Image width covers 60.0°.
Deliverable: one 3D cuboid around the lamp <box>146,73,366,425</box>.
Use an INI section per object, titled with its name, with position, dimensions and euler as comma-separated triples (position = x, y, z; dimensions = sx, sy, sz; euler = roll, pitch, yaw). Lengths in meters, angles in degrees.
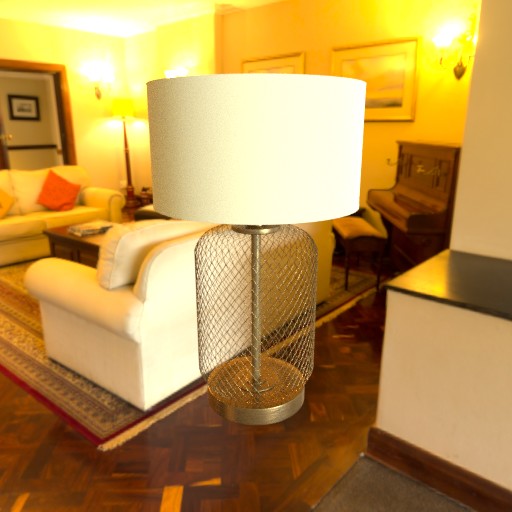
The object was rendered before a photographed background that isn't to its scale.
[lamp]
position = 0.000, 0.000, 0.805
dimensions = 0.353, 0.578, 0.353
euler = 0, 16, 0
